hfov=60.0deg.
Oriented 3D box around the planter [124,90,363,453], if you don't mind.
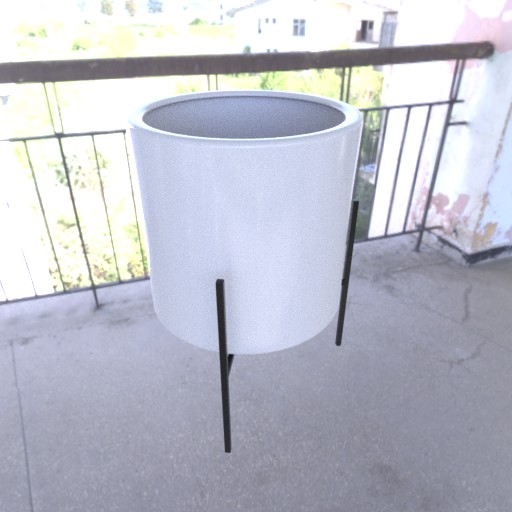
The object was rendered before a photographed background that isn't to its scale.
[{"bbox_3d":[0.000,0.000,0.746,0.361,0.480,0.360,-9,31,-15],"label":"planter"}]
